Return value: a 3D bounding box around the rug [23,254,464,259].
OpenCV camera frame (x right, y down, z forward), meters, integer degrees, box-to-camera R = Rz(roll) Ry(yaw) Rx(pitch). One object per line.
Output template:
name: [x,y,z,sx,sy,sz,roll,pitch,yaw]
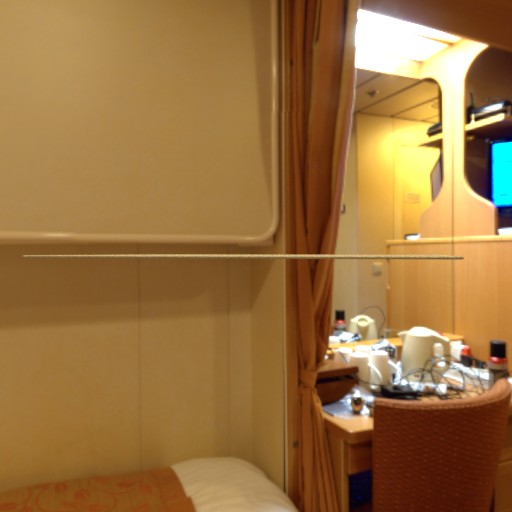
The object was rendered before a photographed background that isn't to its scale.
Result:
rug: [0.000,0.000,2.284,1.829,0.010,1.219,0,0,19]
